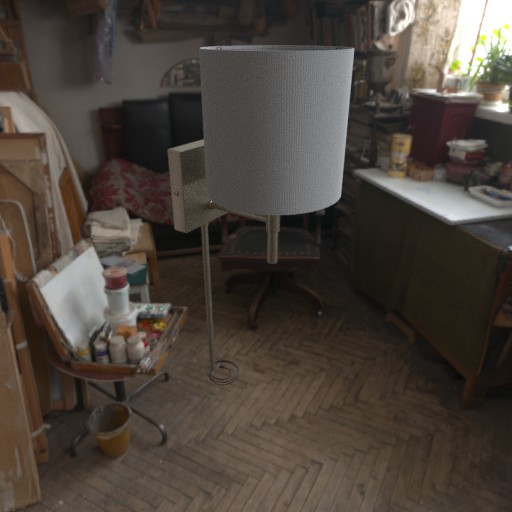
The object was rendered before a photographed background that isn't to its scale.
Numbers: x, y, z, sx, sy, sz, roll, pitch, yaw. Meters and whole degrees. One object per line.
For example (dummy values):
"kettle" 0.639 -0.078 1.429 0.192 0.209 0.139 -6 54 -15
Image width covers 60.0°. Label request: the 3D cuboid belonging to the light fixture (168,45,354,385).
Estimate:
"light fixture" 0.000 0.000 0.691 0.248 0.589 0.188 17 32 30
